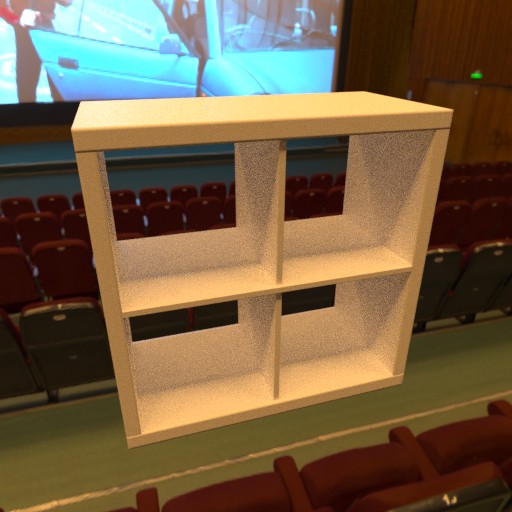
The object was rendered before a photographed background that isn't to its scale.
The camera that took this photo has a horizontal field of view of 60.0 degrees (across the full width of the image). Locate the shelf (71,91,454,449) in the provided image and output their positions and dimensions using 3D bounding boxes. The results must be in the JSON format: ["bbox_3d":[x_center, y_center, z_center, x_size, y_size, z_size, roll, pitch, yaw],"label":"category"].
[{"bbox_3d":[0.000,0.000,1.212,0.790,0.786,0.390,-8,27,-15],"label":"shelf"}]
